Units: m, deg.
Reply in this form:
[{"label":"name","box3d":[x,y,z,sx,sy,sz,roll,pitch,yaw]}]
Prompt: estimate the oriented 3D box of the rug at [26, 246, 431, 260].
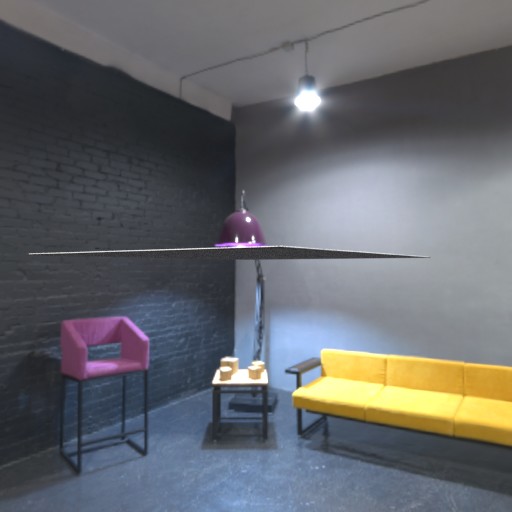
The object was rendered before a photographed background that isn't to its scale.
[{"label":"rug","box3d":[0.000,0.000,4.135,2.438,0.012,3.048,-1,-2,35]}]
